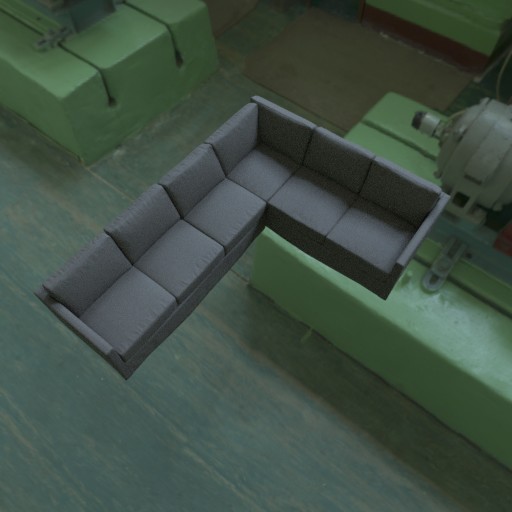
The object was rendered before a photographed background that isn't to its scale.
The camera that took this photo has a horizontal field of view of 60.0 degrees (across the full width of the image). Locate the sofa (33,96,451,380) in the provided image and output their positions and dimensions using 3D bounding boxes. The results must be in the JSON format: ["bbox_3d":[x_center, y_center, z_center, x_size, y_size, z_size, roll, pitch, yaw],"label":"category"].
[{"bbox_3d":[0.000,0.000,4.290,2.432,0.871,3.182,33,64,18],"label":"sofa"}]
